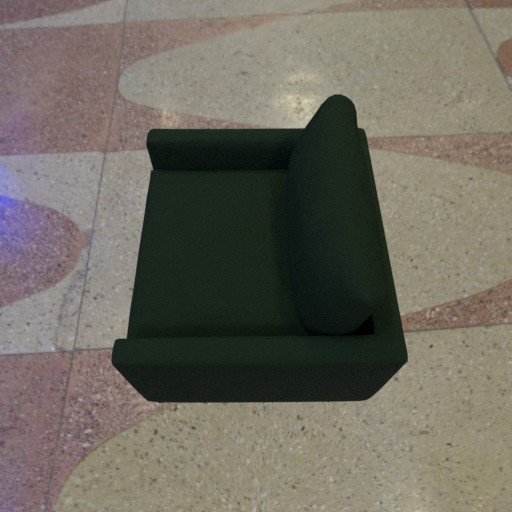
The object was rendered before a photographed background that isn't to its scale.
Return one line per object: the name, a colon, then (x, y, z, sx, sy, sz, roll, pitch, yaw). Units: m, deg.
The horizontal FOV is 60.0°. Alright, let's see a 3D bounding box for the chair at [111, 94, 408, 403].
chair: (0.000, 0.000, 1.647, 0.866, 0.861, 0.963, 0, 59, 0)
